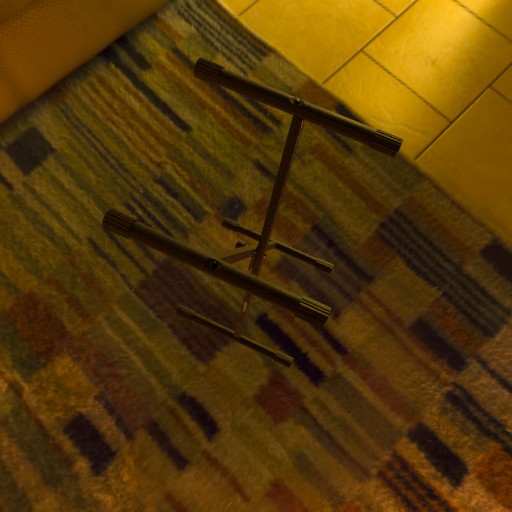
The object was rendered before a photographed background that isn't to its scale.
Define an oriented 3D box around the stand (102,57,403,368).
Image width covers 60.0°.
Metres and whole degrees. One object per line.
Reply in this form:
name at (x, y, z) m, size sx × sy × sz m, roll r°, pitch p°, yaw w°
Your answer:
stand at (0.000, 0.000, 1.191) m, size 0.449 × 0.940 × 0.409 m, roll 24°, pitch 76°, yaw 7°
